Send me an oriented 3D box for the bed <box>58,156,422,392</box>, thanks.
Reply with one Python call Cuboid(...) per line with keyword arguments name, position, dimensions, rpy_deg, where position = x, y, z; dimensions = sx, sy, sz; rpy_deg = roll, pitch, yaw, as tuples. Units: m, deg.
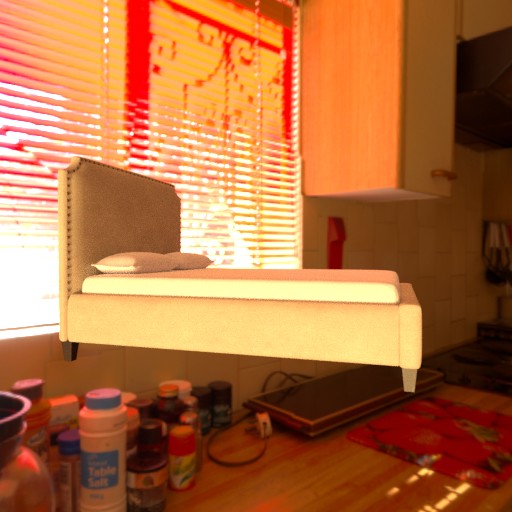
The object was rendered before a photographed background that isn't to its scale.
Cuboid(name="bed", position=(0.000, 0.000, 3.487), dimensions=(2.372, 1.443, 1.712), rpy_deg=(0, 1, 18))
